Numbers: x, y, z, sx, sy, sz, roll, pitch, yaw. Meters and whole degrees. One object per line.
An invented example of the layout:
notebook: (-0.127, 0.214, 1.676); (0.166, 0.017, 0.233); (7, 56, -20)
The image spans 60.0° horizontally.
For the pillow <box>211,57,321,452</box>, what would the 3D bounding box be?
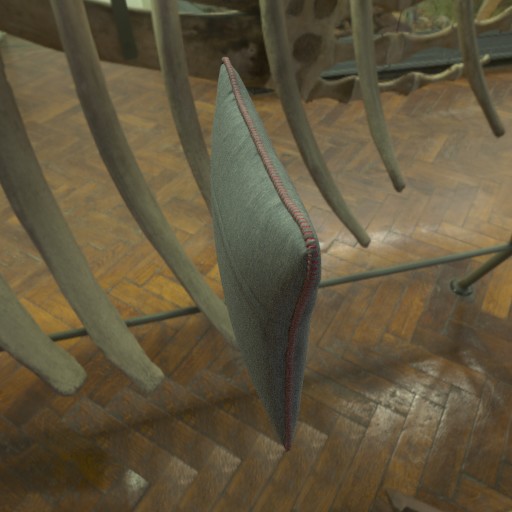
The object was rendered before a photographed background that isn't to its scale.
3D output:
pillow: (0.000, 0.000, 0.735); (0.124, 0.491, 0.482); (-9, 46, -9)
